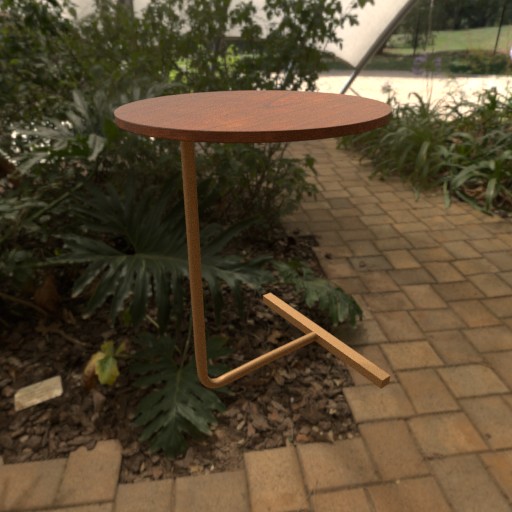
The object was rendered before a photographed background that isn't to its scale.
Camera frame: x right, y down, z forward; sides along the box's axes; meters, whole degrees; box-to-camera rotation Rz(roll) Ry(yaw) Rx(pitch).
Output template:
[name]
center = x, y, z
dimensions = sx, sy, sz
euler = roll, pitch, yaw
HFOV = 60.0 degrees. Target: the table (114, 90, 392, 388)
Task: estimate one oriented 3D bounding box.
[table]
center = 0.000, 0.000, 1.087
dimensions = 0.577, 0.706, 0.530
euler = -18, 32, -32
